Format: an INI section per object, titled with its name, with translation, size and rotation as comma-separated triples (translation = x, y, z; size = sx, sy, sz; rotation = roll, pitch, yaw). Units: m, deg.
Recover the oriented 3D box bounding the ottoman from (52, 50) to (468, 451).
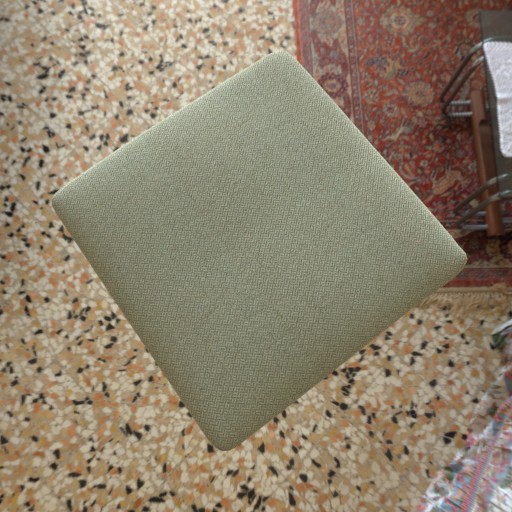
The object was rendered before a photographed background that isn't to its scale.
[ottoman]
translation = 0.000, 0.000, 0.917
size = 0.512, 0.453, 0.521
rotation = -36, 79, -8
